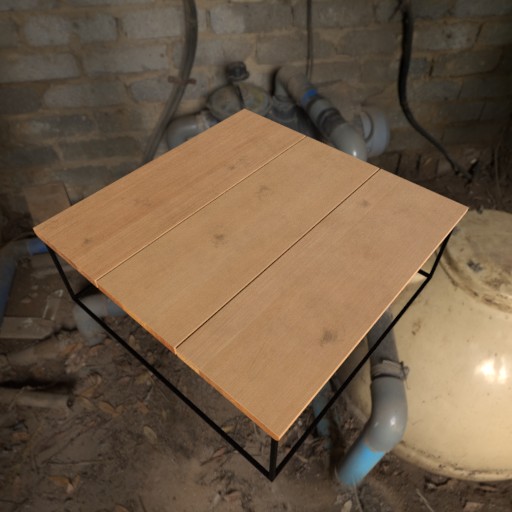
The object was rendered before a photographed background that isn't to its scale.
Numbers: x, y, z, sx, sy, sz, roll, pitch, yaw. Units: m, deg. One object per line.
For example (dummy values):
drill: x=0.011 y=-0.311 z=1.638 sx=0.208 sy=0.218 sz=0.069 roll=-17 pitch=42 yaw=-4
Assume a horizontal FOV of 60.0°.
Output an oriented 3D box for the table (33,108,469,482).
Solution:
table: x=0.000 y=0.000 z=1.724 sx=1.100 sy=0.400 sz=1.100 roll=32 pitch=55 yaw=27
